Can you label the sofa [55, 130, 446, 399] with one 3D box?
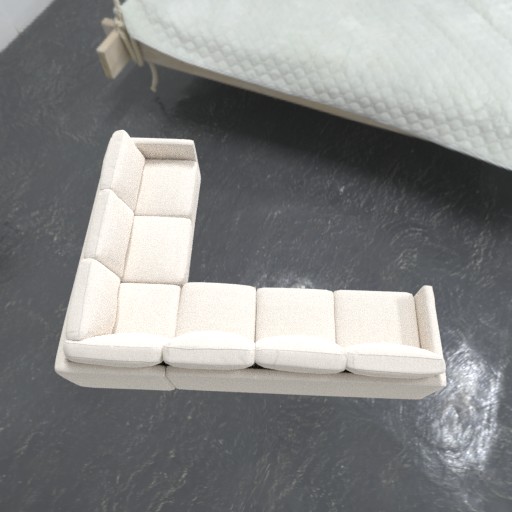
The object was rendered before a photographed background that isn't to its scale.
[{"bbox_3d":[0.000,0.000,4.444,3.302,0.947,2.593,2,63,1],"label":"sofa"}]
